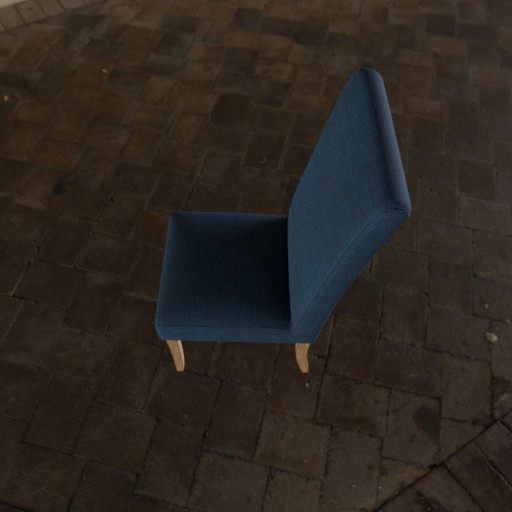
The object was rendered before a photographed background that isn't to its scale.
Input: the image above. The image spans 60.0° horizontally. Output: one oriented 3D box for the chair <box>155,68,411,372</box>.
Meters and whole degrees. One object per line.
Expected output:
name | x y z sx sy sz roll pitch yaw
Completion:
chair | 0.000 0.000 1.381 0.610 1.029 0.450 1 58 0
